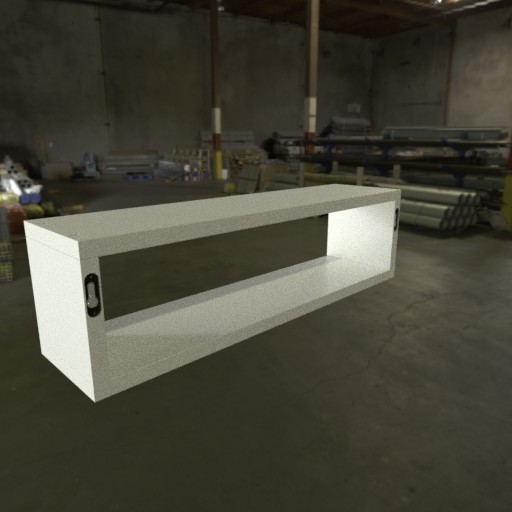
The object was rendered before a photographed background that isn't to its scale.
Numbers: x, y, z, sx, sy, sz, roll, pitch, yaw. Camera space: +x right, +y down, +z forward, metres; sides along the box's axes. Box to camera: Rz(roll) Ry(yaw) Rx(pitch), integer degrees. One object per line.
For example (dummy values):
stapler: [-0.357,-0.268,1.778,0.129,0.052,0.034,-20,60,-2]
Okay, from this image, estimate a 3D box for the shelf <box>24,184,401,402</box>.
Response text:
shelf: [0.000,0.000,0.692,0.610,0.170,0.150,-14,20,-42]
